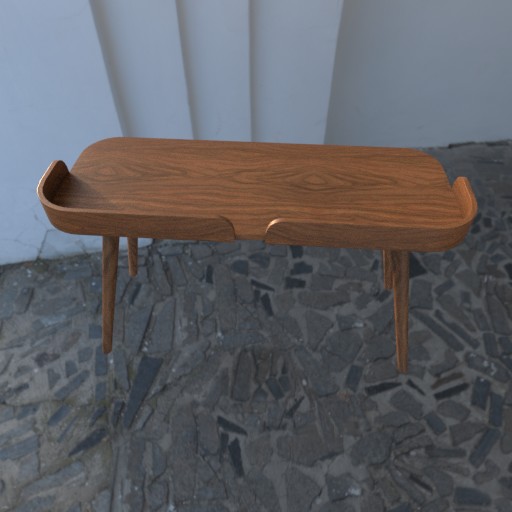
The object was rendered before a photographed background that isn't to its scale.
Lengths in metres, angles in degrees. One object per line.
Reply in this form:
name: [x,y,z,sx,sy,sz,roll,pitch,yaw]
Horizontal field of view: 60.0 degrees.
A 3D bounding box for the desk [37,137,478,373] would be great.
desk: [0.000,0.000,1.644,1.256,0.800,0.486,3,47,3]
